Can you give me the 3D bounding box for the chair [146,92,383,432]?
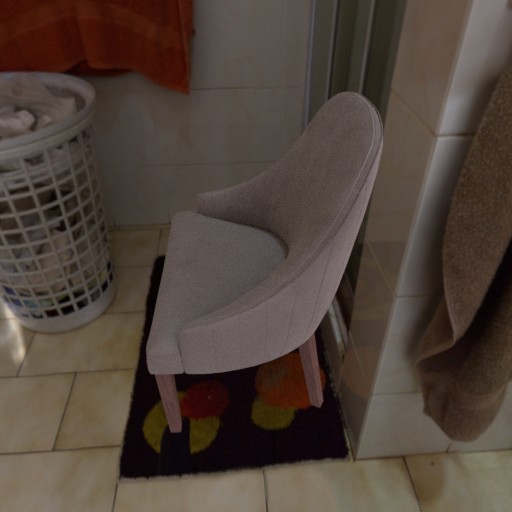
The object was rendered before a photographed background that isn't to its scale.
[{"bbox_3d":[0.000,0.000,1.308,0.575,0.889,0.643,-1,40,-1],"label":"chair"}]
